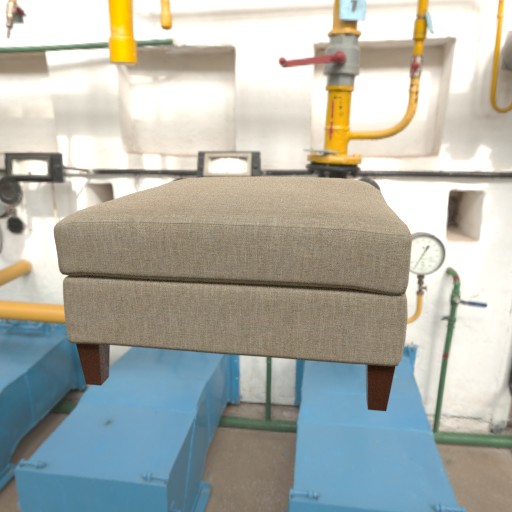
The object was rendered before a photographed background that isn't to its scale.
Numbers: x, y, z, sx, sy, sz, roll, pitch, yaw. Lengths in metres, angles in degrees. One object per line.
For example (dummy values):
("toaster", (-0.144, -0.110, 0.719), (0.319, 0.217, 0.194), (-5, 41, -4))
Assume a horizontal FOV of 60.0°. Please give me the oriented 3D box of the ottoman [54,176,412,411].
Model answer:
("ottoman", (0.000, 0.000, 1.472), (0.836, 0.492, 0.976), (2, 15, 9))
